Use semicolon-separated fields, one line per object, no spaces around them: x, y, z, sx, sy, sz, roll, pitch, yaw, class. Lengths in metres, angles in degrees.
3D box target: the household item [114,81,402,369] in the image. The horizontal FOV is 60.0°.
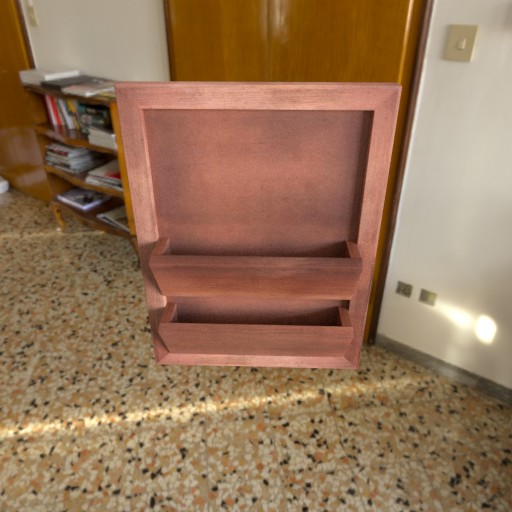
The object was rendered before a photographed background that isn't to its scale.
0.000;0.000;0.564;0.310;0.407;0.067;1;30;2;household item
